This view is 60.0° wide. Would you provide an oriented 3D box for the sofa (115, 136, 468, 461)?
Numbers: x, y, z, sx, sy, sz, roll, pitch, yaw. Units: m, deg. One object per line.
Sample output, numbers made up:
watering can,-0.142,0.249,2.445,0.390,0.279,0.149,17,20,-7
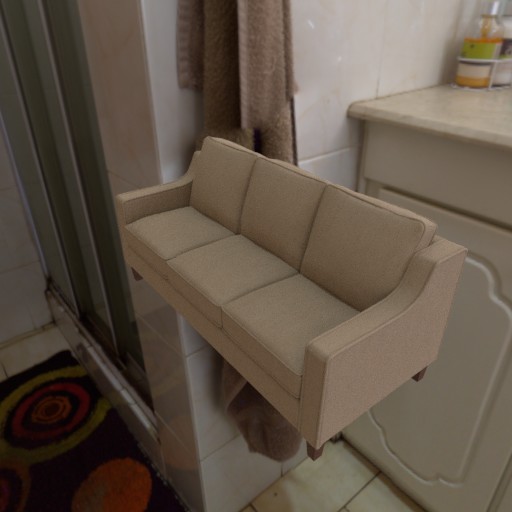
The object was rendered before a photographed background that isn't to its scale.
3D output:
sofa,0.000,0.000,2.612,0.911,0.974,1.986,-21,36,-32
